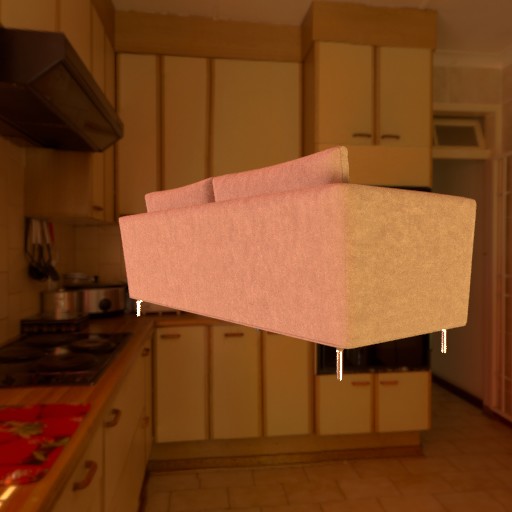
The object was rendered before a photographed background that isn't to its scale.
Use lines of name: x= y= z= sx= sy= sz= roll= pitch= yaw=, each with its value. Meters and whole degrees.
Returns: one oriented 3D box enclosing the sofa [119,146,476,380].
sofa: x=0.000 y=0.000 z=2.548 sx=0.889 sy=0.864 sz=2.121 roll=-1 pitch=1 yaw=-37
